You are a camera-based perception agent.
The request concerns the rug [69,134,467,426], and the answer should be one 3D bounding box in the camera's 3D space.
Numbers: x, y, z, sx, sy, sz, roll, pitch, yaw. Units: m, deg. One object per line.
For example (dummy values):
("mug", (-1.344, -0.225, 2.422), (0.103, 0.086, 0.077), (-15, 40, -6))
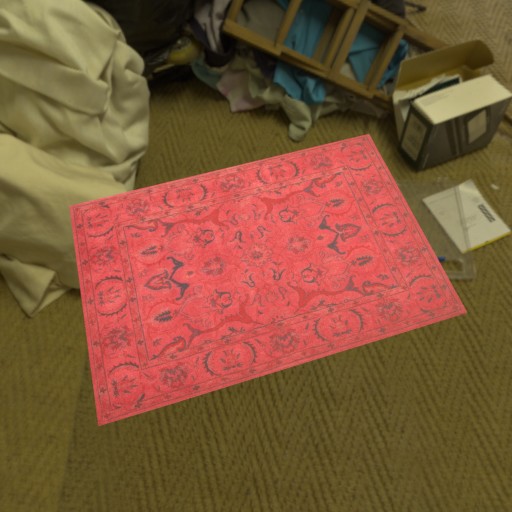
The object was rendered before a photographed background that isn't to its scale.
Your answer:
("rug", (0.000, 0.000, 2.332), (1.814, 0.008, 1.209), (-15, 64, -8))
